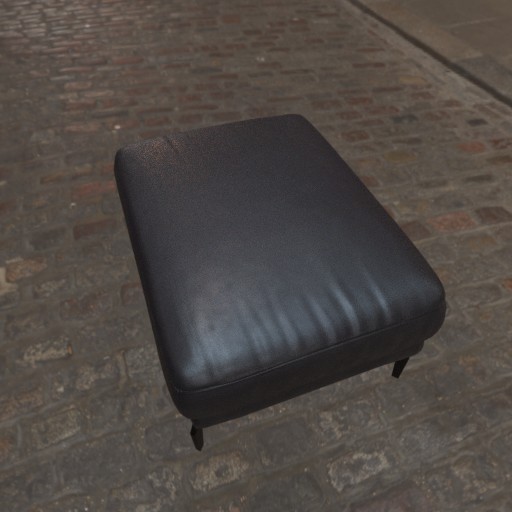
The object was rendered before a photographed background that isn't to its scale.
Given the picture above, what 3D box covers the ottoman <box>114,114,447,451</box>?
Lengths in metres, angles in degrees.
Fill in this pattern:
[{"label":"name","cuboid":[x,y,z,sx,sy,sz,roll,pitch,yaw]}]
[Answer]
[{"label":"ottoman","cuboid":[0.000,0.000,1.115,0.570,0.402,0.764,-15,49,-14]}]
